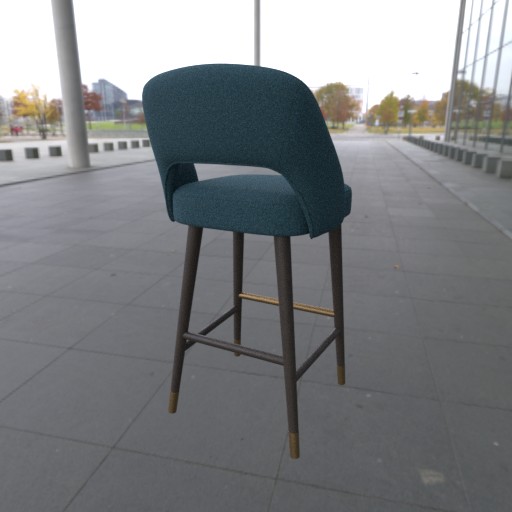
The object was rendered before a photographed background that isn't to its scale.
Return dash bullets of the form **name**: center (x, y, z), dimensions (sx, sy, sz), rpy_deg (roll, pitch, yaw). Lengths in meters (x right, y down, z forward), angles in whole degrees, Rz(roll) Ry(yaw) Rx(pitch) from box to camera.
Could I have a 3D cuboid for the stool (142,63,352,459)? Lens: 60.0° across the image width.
- **stool**: center (0.000, 0.000, 1.351), dimensions (0.536, 1.032, 0.522), rpy_deg (9, 19, 27)
